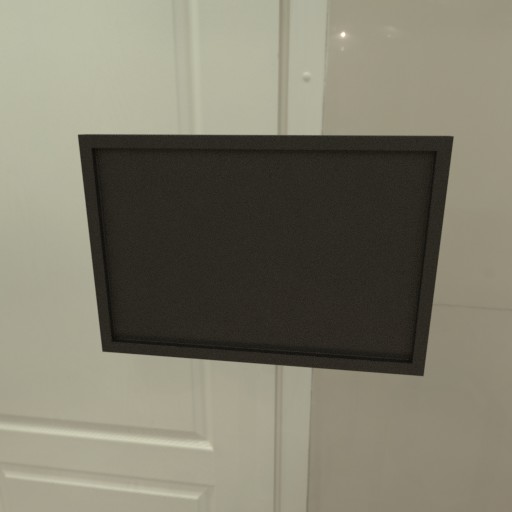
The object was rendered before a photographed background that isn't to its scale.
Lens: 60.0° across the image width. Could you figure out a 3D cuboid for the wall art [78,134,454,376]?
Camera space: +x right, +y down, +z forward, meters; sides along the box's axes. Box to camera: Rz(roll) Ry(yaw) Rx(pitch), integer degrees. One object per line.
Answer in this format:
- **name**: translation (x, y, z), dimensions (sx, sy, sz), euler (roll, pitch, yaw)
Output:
- **wall art**: translation (0.000, 0.000, 0.572), dimensions (0.443, 0.301, 0.021), euler (2, 17, 8)
